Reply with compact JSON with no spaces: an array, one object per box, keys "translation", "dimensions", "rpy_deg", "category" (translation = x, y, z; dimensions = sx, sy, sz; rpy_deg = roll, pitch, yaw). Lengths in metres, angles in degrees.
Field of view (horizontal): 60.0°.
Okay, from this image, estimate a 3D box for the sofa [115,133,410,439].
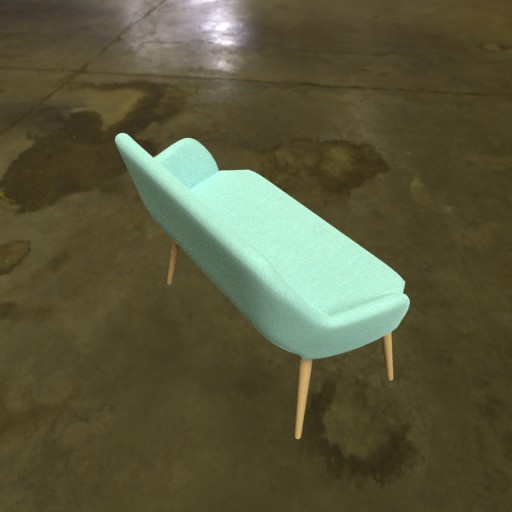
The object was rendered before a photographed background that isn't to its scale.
[{"translation":[0.000,0.000,1.633],"dimensions":[0.610,0.840,1.150],"rpy_deg":[-26,48,-26],"category":"sofa"}]
